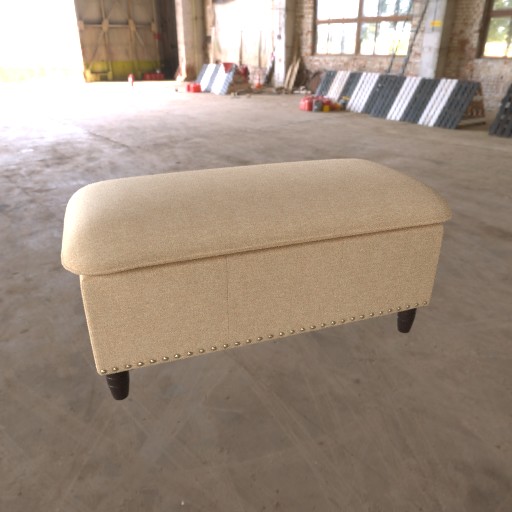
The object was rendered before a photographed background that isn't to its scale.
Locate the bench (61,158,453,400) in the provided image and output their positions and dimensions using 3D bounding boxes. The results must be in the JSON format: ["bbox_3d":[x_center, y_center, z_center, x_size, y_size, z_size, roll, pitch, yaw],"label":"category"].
[{"bbox_3d":[0.000,0.000,1.285,0.991,0.483,0.483,-9,27,-18],"label":"bench"}]
